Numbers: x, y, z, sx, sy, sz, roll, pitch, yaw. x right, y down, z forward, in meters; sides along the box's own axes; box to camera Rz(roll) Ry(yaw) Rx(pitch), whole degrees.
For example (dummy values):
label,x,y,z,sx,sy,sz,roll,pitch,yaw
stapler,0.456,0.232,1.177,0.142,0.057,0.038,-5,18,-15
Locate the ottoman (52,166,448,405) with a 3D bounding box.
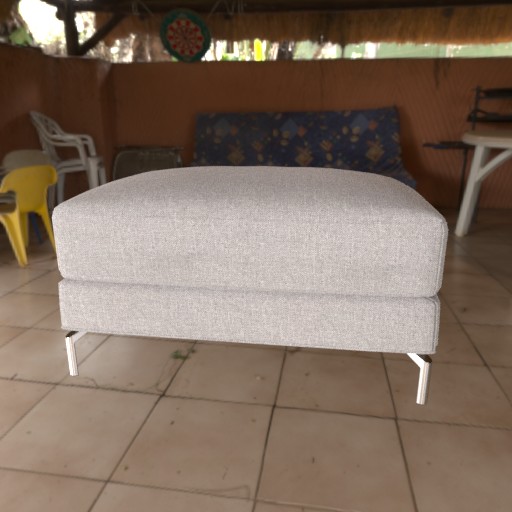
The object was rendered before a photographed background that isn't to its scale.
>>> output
label,x,y,z,sx,sy,sz,roll,pitch,yaw
ottoman,0.000,0.000,1.184,0.838,0.457,0.584,2,17,8
